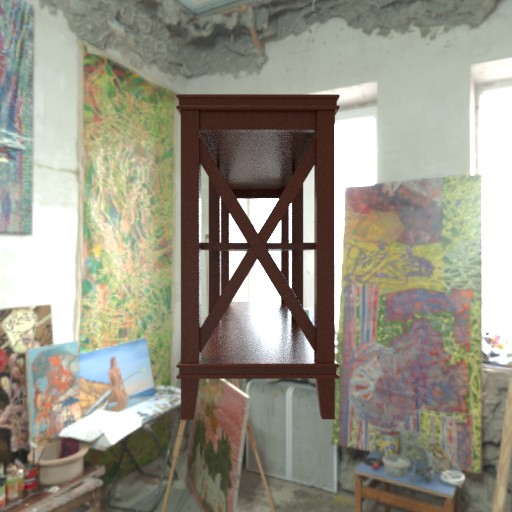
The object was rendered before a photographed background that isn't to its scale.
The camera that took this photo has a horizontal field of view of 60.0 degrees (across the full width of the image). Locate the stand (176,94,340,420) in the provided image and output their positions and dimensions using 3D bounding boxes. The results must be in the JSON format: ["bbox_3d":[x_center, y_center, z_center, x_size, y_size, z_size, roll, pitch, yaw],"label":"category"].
[{"bbox_3d":[0.000,0.000,1.717,0.381,0.762,1.372,0,0,0],"label":"stand"}]
